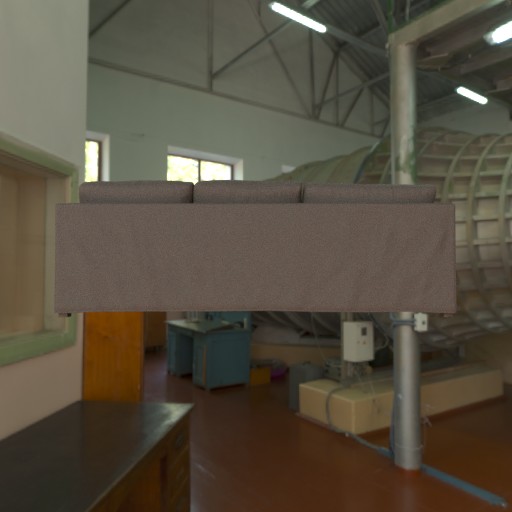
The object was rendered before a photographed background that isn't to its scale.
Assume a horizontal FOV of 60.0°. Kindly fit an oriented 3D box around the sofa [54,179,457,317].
[{"bbox_3d":[0.000,0.000,4.227,2.432,0.871,3.182,0,-2,0],"label":"sofa"}]
